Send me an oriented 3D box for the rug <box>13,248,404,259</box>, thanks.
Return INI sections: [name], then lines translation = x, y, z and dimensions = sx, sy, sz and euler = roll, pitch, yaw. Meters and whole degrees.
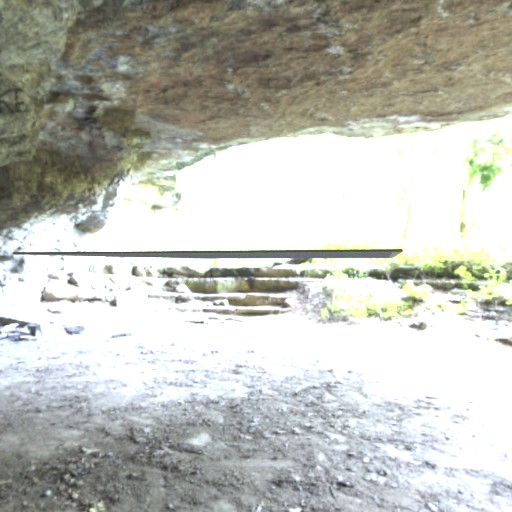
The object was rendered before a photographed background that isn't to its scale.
[rug]
translation = 0.000, 0.000, 3.983
dimensions = 2.407, 0.020, 3.051
euler = 0, -1, 16
